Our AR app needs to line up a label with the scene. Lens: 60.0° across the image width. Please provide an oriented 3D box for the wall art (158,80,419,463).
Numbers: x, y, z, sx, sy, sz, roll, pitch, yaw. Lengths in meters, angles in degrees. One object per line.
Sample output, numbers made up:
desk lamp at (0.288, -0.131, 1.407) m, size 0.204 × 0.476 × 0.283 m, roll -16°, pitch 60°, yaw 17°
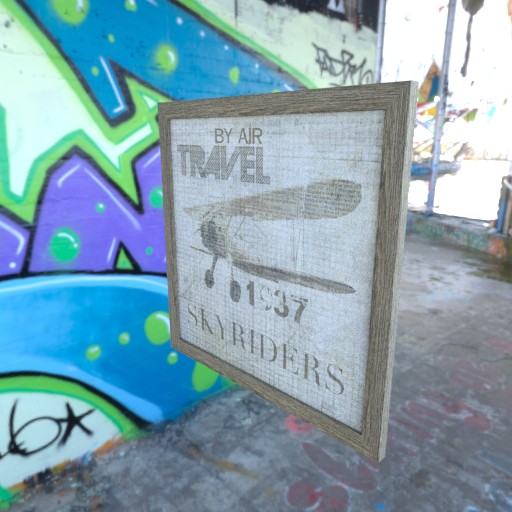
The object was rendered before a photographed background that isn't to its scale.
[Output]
wall art at (0.000, 0.000, 0.741) m, size 0.508 × 0.508 × 0.019 m, roll 15°, pitch 21°, yaw 43°
